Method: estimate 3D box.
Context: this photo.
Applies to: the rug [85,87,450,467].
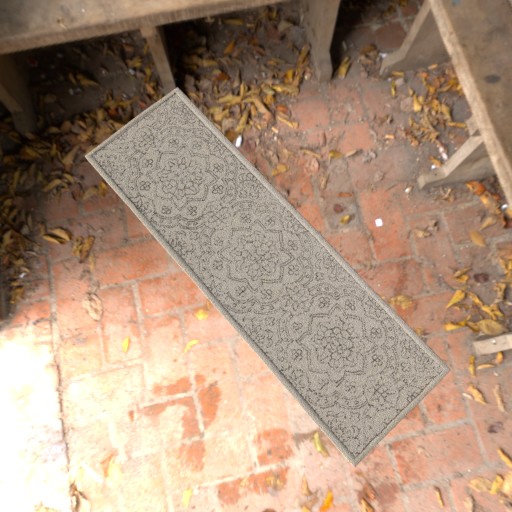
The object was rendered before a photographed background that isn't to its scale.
[{"bbox_3d":[0.000,0.000,2.661,0.769,0.012,2.448,-41,79,-10],"label":"rug"}]
